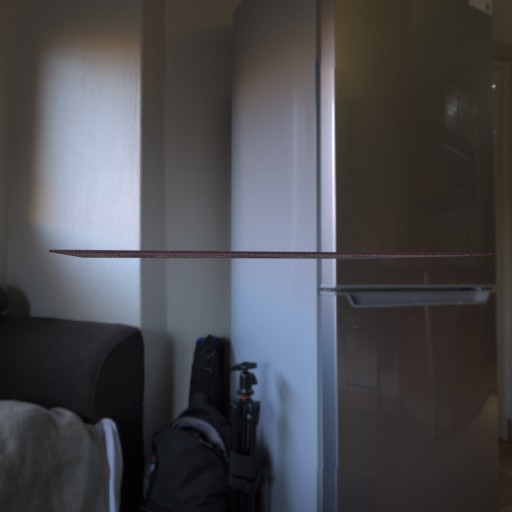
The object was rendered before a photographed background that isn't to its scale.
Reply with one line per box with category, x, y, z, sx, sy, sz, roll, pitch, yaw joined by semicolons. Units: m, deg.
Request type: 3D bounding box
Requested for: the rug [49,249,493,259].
rug;0.000;0.000;2.856;2.210;0.011;1.599;0;-1;-17
